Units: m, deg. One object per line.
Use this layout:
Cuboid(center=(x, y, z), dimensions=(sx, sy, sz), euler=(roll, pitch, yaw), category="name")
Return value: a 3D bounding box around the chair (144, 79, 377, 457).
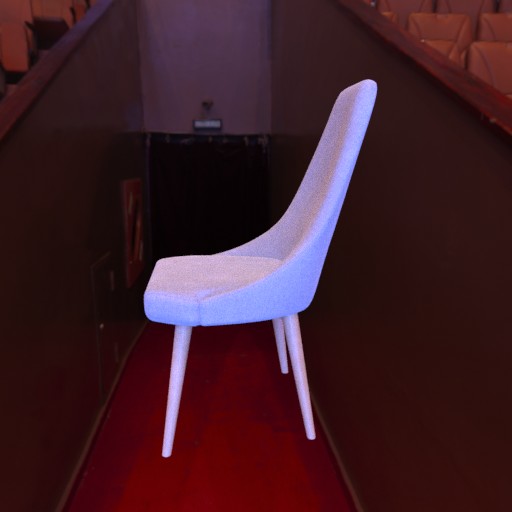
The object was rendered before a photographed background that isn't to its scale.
Cuboid(center=(0.000, 0.000, 1.401), dimensions=(0.660, 1.040, 0.510), euler=(-2, 13, -7), category="chair")
